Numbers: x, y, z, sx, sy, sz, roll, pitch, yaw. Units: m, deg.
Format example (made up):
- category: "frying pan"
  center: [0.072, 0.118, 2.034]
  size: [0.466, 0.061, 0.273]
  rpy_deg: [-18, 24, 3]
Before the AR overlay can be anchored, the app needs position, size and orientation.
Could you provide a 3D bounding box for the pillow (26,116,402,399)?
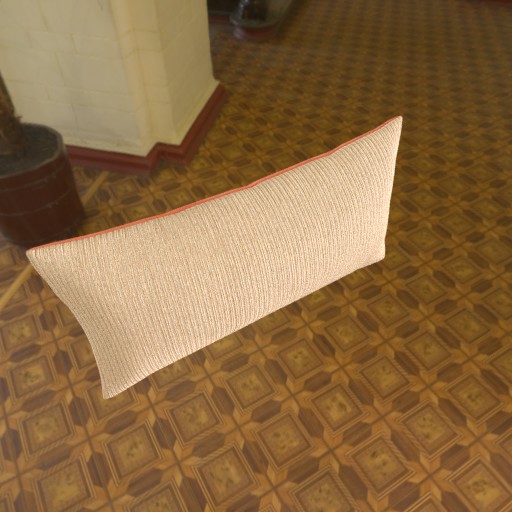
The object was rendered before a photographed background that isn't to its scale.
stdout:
- category: "pillow"
  center: [0.000, 0.000, 0.729]
  size: [0.608, 0.307, 0.155]
  rpy_deg: [-24, 51, -21]
